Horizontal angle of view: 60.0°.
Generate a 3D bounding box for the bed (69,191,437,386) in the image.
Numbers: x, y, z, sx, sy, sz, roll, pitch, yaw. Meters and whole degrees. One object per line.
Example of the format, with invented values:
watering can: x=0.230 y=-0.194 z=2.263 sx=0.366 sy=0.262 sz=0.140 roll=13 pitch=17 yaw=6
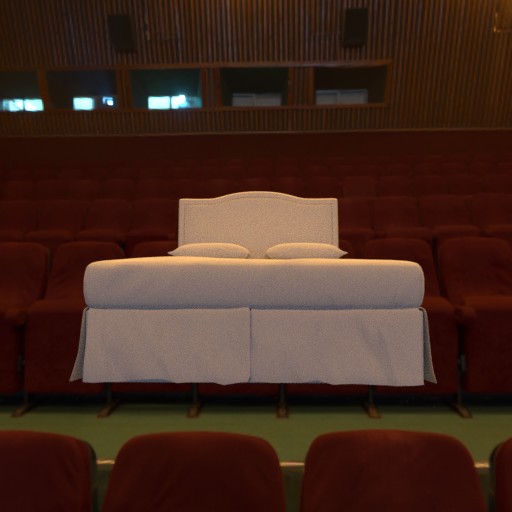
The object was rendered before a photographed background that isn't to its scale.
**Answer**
bed: x=0.000 y=0.000 z=3.579 sx=1.977 sy=1.437 sz=2.477 roll=0 pitch=-1 yaw=1
